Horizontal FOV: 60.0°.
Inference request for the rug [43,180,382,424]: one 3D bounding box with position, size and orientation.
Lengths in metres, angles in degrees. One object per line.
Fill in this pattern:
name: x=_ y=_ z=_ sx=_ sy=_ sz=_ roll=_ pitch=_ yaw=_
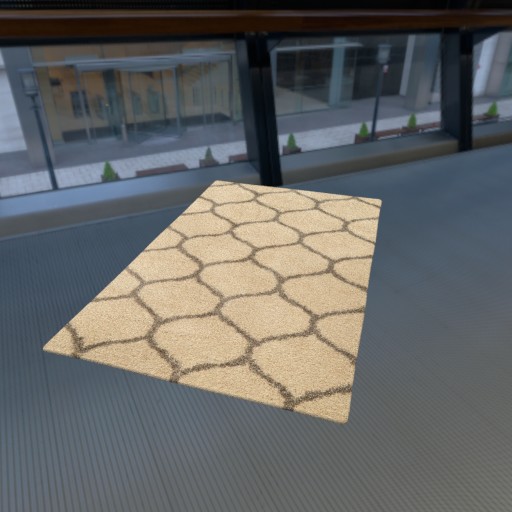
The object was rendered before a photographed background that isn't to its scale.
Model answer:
rug: x=0.000 y=0.000 z=2.964 sx=1.501 sy=0.024 sz=2.348 roll=9 pitch=32 yaw=15
